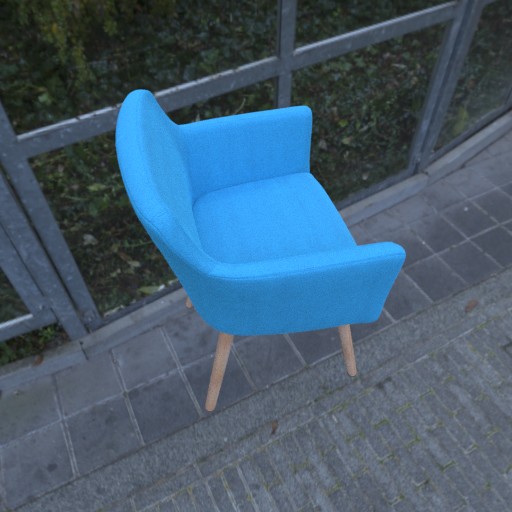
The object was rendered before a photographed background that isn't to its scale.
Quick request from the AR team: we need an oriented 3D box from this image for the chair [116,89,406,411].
[{"bbox_3d":[0.000,0.000,1.147,0.540,0.780,0.570,-11,48,-10],"label":"chair"}]
